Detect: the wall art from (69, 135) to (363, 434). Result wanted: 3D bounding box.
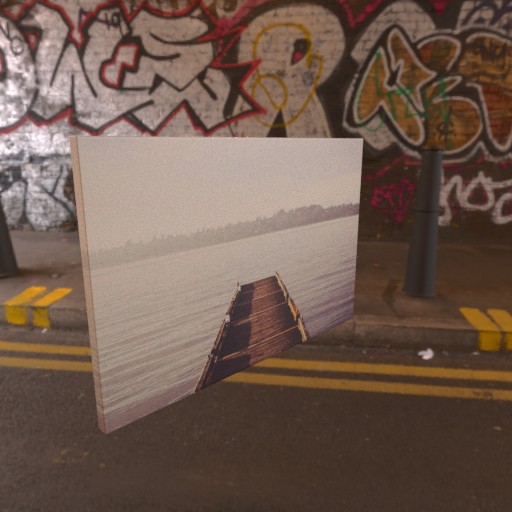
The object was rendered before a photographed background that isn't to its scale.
[{"bbox_3d":[0.000,0.000,0.791,0.615,0.410,0.021,-14,20,-42],"label":"wall art"}]
